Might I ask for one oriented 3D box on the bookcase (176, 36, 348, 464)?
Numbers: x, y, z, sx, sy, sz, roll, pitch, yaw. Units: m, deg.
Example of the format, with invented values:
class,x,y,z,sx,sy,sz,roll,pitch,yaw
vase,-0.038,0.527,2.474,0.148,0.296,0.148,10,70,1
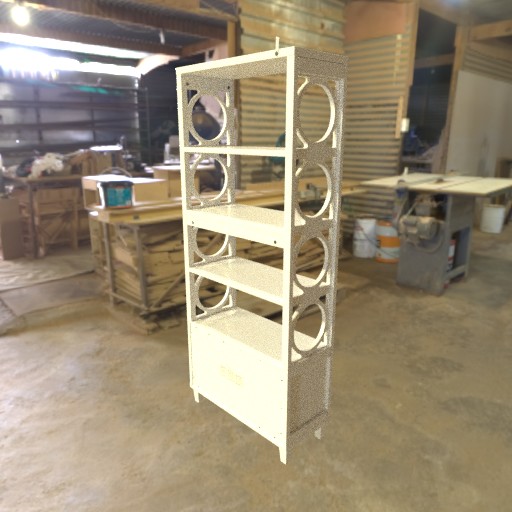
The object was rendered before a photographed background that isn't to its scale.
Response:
class,x,y,z,sx,sy,sz,roll,pitch,yaw
bookcase,0.000,0.000,2.214,0.361,1.869,0.761,-14,21,-42
